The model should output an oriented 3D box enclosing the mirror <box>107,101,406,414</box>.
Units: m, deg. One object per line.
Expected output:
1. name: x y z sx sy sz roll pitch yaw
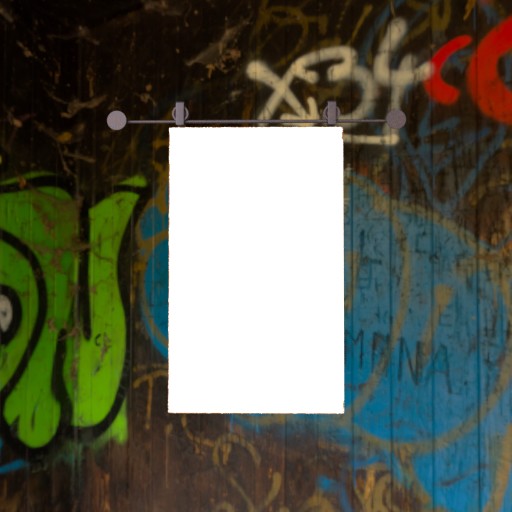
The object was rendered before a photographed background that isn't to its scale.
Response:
1. mirror: 0.000 0.000 1.208 0.808 0.844 0.037 0 -1 1
